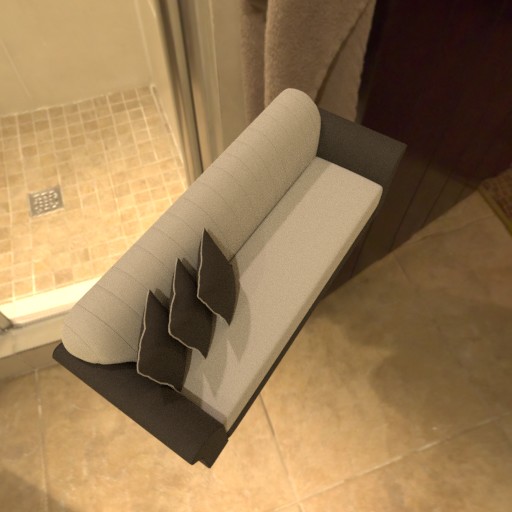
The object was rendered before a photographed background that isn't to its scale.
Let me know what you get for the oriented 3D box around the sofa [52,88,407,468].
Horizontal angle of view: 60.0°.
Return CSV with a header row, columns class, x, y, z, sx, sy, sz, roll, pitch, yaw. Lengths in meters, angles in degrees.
class,x,y,z,sx,sy,sz,roll,pitch,yaw
sofa,0.000,0.000,2.371,0.755,0.787,2.001,30,63,17
